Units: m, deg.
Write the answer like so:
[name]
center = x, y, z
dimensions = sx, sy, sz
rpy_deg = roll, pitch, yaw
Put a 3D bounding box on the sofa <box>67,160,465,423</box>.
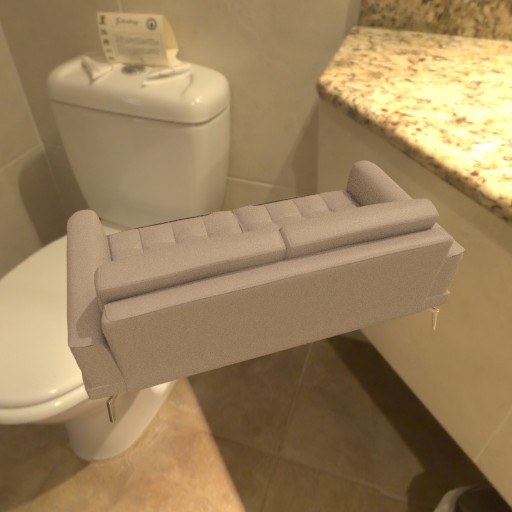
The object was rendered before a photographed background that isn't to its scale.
[sofa]
center = 0.000, 0.000, 2.696
dimensions = 2.177, 0.930, 1.121
rpy_deg = -12, 43, -14
